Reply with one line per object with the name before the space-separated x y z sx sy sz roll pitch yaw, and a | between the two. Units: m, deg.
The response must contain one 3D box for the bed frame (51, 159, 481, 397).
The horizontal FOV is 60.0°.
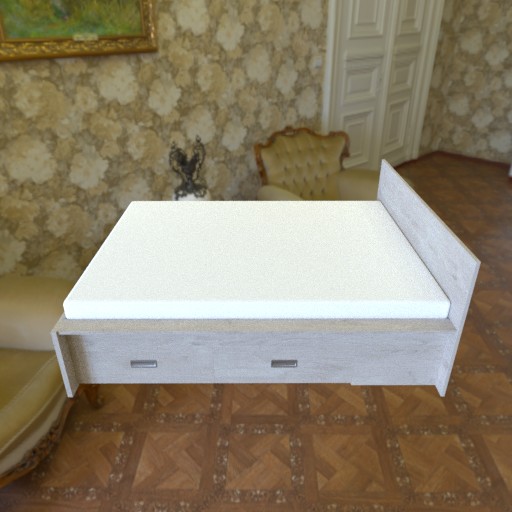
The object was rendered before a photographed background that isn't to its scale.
bed frame | 0.000 0.000 2.837 1.960 0.800 1.622 0 28 0
